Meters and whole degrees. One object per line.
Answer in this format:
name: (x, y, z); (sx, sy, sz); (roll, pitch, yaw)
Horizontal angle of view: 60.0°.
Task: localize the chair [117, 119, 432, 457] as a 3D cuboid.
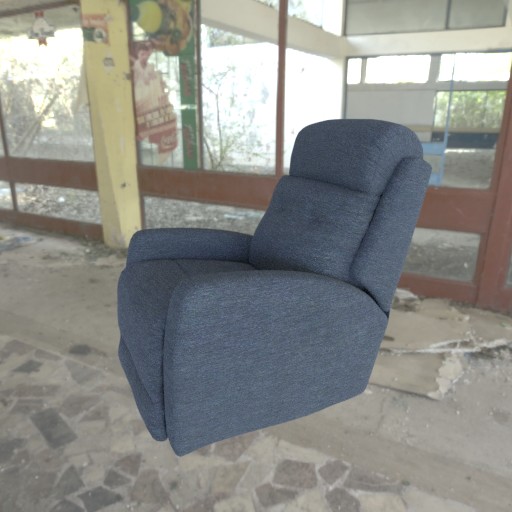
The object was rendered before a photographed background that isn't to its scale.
chair: (0.000, 0.000, 1.715); (1.043, 1.013, 0.798); (-8, 19, -25)
